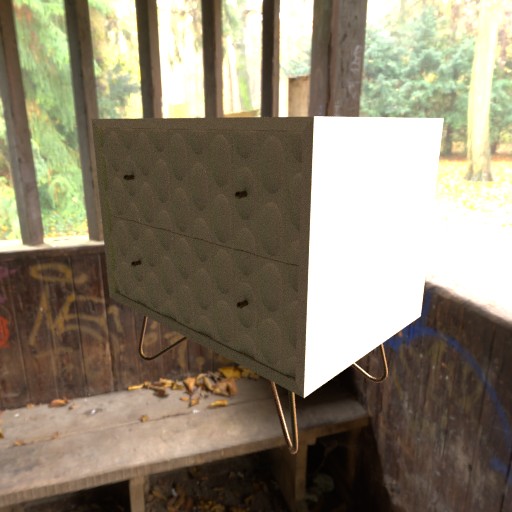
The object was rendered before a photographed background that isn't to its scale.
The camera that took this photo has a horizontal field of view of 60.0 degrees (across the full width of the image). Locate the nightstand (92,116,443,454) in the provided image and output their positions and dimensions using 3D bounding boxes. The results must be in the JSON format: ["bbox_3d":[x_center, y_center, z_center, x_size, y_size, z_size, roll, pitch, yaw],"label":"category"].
[{"bbox_3d":[0.000,0.000,1.021,0.614,0.604,0.447,15,23,41],"label":"nightstand"}]
